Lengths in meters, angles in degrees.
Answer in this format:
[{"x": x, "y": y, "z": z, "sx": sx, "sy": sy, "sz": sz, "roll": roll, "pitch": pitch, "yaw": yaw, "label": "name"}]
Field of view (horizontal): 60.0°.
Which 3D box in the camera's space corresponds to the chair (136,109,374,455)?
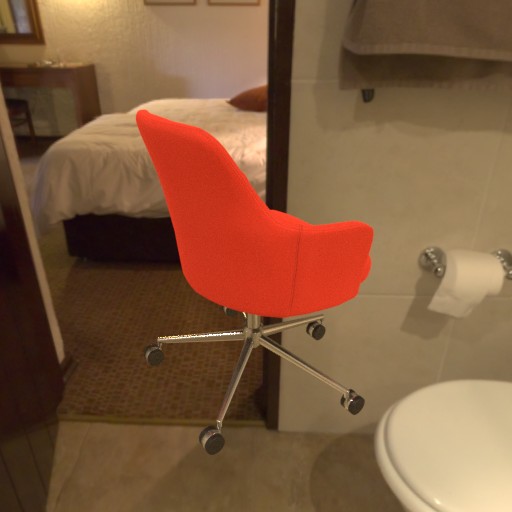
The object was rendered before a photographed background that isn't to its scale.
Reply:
[{"x": 0.000, "y": 0.000, "z": 1.258, "sx": 0.600, "sy": 0.820, "sz": 0.655, "roll": -18, "pitch": 32, "yaw": -31, "label": "chair"}]
